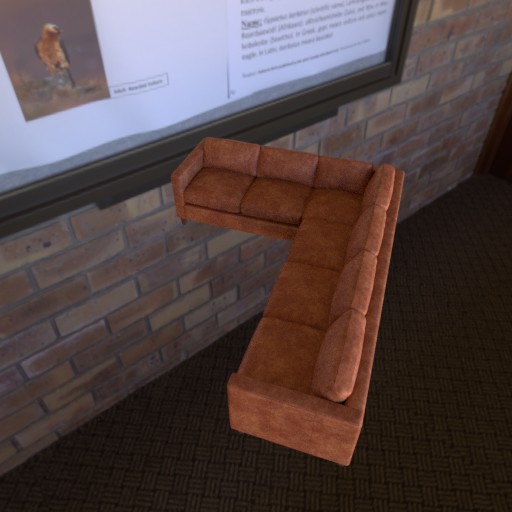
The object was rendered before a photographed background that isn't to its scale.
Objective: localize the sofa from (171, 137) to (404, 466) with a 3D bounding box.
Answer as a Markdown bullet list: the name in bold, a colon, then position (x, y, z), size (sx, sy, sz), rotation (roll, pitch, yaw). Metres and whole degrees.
- **sofa**: position (0.000, 0.000, 4.298), size (2.438, 0.838, 3.150), rotation (13, 44, 14)
